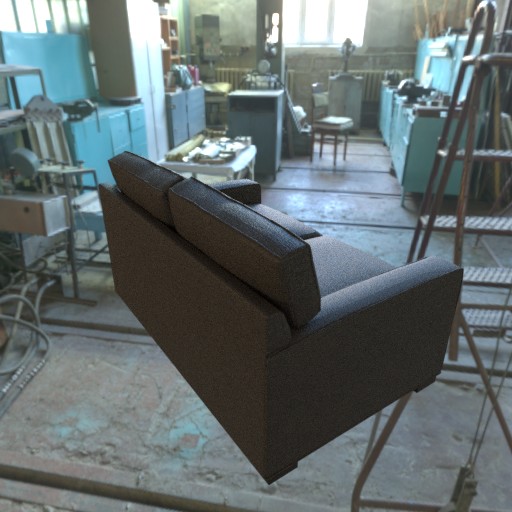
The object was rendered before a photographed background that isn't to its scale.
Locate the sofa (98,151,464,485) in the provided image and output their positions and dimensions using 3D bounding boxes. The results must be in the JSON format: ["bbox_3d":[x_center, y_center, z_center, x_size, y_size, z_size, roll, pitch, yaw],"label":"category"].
[{"bbox_3d":[0.000,0.000,2.114,0.974,0.887,1.534,-17,30,-31],"label":"sofa"}]
